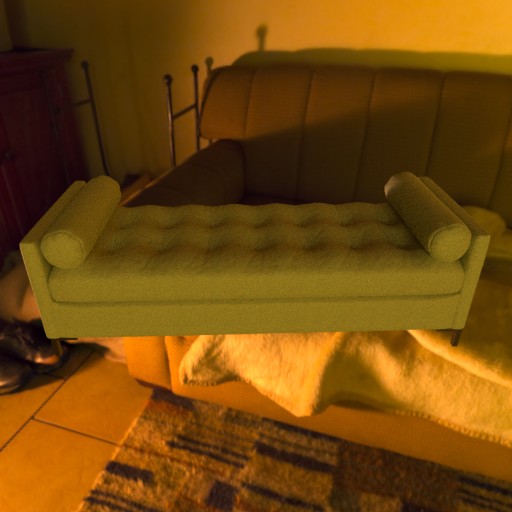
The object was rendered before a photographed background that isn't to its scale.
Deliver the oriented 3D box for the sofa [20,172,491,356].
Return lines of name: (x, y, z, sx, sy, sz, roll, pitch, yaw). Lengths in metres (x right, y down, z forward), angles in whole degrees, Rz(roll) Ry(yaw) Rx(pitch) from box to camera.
sofa: (0.000, 0.000, 2.409, 2.102, 0.705, 0.796, -1, 30, -2)
